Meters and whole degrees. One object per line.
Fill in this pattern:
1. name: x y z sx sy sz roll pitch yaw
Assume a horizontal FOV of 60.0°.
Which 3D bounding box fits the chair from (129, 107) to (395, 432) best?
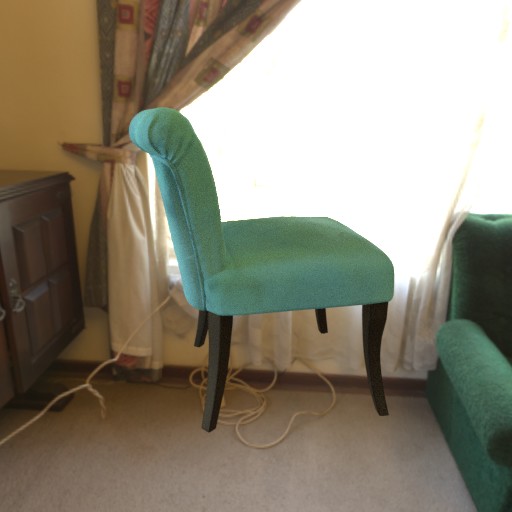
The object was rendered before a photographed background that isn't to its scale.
1. chair: 0.000 0.000 1.202 0.605 0.750 0.582 -3 17 -10
